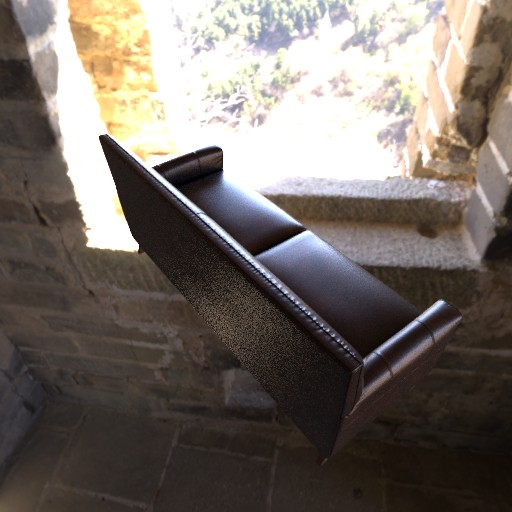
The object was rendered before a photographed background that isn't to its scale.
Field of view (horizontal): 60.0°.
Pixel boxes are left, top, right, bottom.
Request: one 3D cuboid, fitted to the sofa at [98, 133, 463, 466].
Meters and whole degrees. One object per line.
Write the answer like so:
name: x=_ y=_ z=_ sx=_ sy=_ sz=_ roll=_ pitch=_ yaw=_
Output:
sofa: x=0.000 y=0.000 z=2.414 sx=0.786 sy=0.871 sz=1.995 roll=-27 pitch=48 yaw=-27
